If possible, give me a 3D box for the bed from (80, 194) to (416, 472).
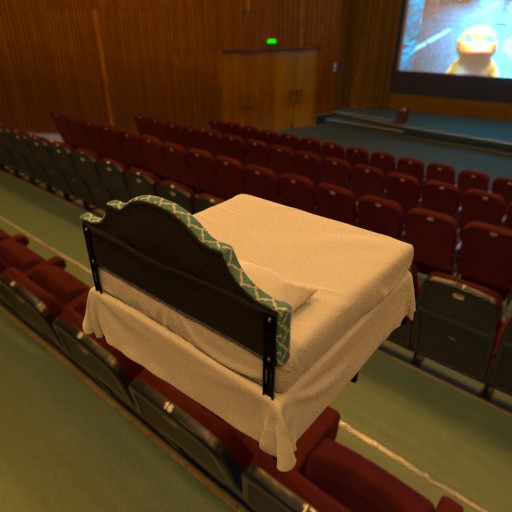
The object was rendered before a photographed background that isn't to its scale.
[{"bbox_3d":[0.000,0.000,3.757,2.314,1.601,2.222,22,36,34],"label":"bed"}]
